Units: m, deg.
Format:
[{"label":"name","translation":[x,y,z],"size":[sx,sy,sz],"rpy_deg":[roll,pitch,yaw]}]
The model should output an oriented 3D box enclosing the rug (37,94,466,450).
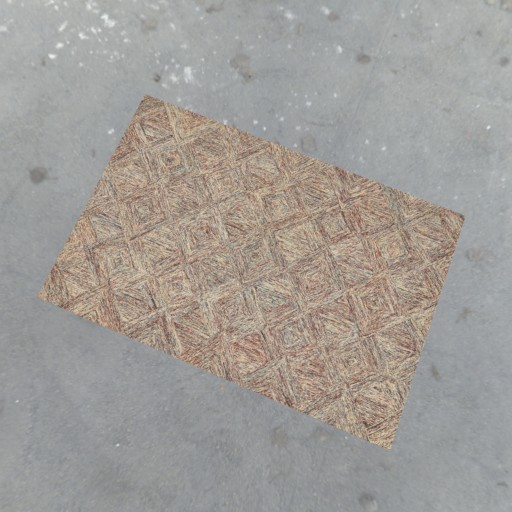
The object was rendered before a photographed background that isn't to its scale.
[{"label":"rug","translation":[0.000,0.000,2.788],"size":[2.285,0.019,1.523],"rpy_deg":[22,78,5]}]
